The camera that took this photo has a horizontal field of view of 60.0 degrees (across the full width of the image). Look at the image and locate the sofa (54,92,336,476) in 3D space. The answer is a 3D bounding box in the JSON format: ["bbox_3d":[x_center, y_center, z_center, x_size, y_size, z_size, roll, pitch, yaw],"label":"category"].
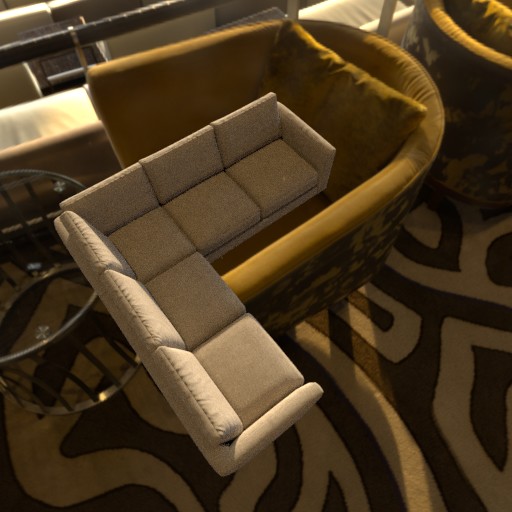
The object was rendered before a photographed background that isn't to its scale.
[{"bbox_3d":[0.000,0.000,3.720,2.438,0.864,2.438,-34,65,-18],"label":"sofa"}]
